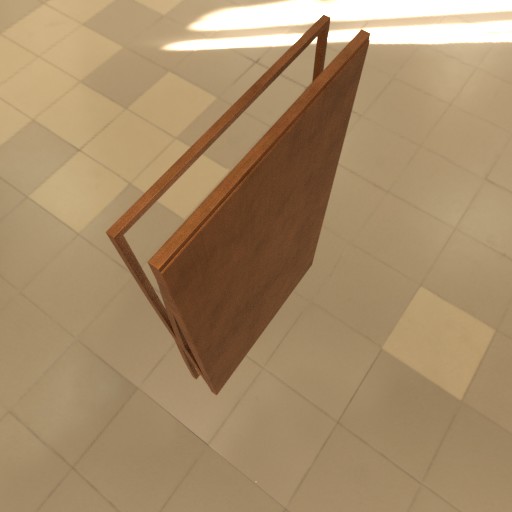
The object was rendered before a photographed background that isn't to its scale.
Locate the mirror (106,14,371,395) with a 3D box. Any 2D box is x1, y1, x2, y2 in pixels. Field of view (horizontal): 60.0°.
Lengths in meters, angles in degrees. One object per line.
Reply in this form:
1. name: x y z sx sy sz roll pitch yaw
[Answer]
1. mirror: 0.000 0.000 0.909 0.082 0.768 0.468 32 67 15
